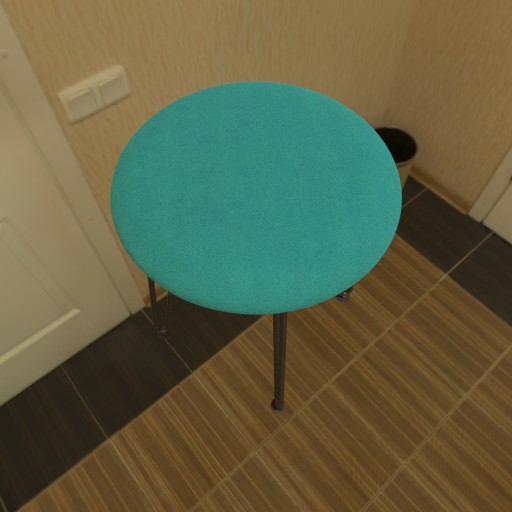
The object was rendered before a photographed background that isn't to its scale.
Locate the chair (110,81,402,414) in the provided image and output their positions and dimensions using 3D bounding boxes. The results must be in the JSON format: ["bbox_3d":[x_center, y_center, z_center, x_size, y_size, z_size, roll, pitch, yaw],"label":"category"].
[{"bbox_3d":[0.000,0.000,0.687,0.350,0.430,0.350,18,59,11],"label":"chair"}]
